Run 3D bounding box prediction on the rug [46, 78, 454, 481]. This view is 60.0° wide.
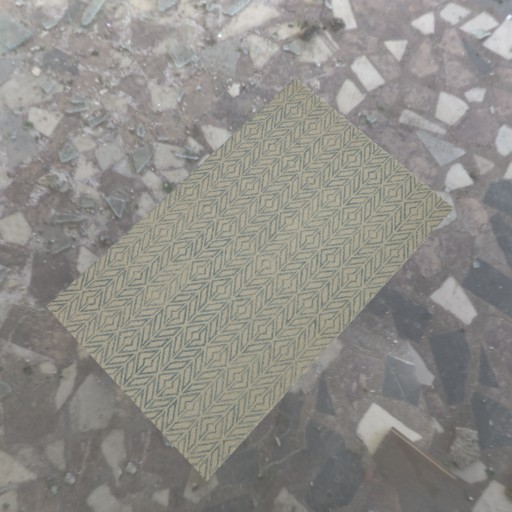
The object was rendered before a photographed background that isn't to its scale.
[{"bbox_3d":[0.000,0.000,3.035,1.526,0.008,2.441,43,79,10],"label":"rug"}]
